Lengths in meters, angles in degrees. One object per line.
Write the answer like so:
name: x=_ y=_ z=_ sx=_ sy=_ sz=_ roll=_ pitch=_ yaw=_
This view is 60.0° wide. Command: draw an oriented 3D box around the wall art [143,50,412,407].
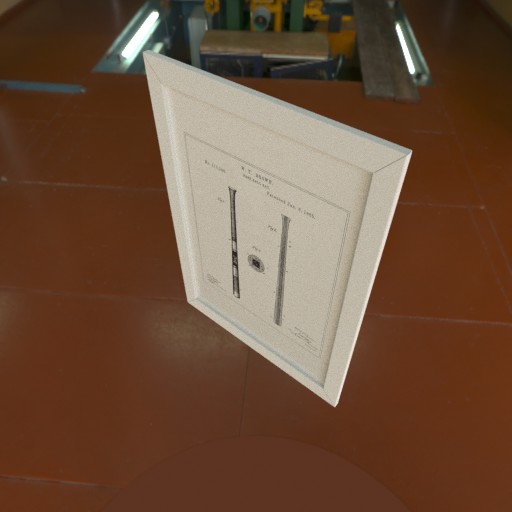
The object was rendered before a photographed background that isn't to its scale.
wall art: x=0.000 y=0.000 z=0.688 sx=0.374 sy=0.529 sz=0.012 roll=31 pitch=53 yaw=26
